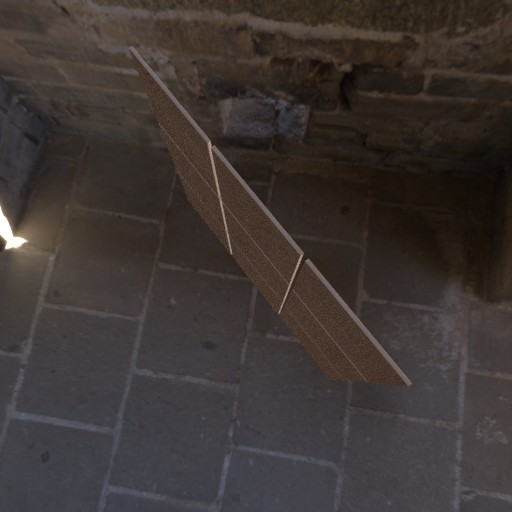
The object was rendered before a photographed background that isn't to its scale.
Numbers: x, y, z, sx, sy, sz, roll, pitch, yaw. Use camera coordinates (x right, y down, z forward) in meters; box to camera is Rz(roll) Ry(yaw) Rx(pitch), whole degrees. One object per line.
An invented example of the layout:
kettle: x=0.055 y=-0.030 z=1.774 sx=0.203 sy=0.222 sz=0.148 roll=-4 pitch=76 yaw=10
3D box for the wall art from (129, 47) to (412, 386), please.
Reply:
wall art: x=0.000 y=0.000 z=1.784 sx=0.013 sy=1.218 sz=1.219 roll=-37 pitch=78 yaw=-9
